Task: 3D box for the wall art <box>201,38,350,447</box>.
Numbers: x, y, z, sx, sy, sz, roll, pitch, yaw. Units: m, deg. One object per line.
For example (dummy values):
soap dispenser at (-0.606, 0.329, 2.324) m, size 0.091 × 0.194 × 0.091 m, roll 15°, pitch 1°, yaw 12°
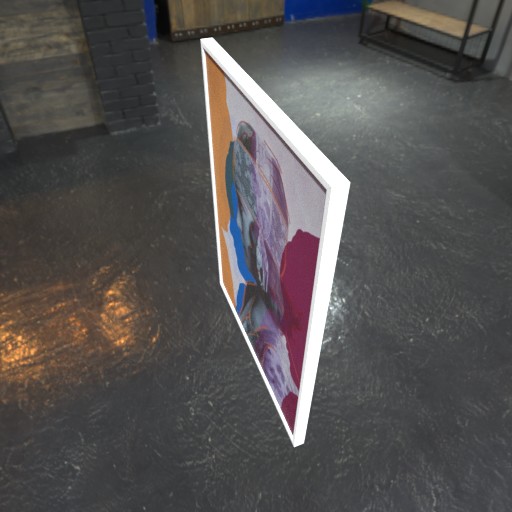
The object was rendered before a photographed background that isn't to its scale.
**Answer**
wall art at (0.000, 0.000, 1.391) m, size 0.039 × 1.050 × 0.795 m, roll -15°, pitch 46°, yaw -15°
